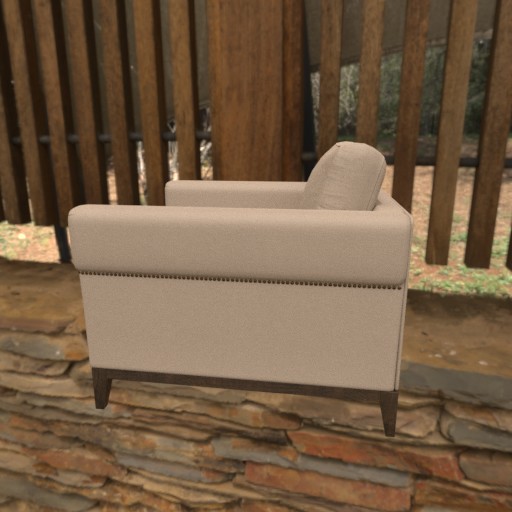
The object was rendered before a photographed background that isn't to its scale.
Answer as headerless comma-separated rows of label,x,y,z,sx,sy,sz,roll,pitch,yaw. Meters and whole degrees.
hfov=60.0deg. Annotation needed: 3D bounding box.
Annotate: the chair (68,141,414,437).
chair,0.000,0.000,1.681,0.959,0.838,0.914,2,15,8
